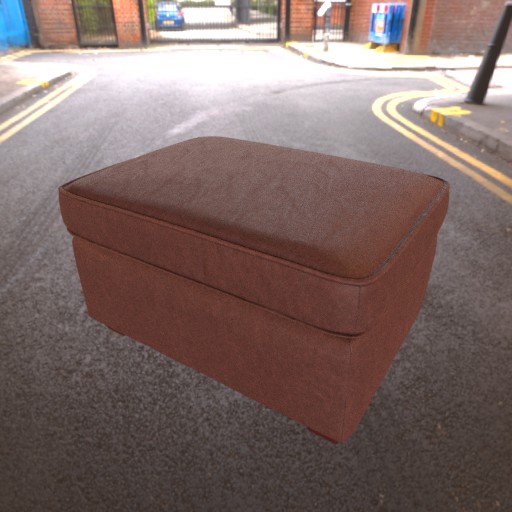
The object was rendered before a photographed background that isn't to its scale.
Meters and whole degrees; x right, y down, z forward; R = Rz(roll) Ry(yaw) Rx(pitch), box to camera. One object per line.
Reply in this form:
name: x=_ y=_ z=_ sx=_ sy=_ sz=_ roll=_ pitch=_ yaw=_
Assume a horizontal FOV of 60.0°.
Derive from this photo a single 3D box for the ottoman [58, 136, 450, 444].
ottoman: x=0.000 y=0.000 z=1.075 sx=0.749 sy=0.449 sz=0.548 roll=18 pitch=34 yaw=28
